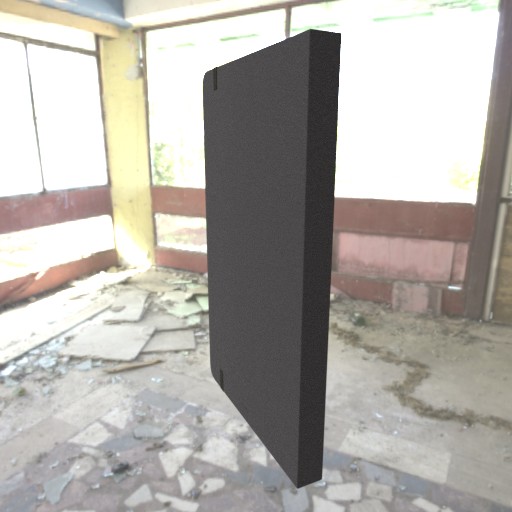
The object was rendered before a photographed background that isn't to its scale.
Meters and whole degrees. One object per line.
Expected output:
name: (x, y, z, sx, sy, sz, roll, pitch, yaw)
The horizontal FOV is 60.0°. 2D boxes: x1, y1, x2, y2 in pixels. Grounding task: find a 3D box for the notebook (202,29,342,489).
notebook: (0.000, 0.000, 0.256, 0.016, 0.213, 0.127, -7, 16, -25)
